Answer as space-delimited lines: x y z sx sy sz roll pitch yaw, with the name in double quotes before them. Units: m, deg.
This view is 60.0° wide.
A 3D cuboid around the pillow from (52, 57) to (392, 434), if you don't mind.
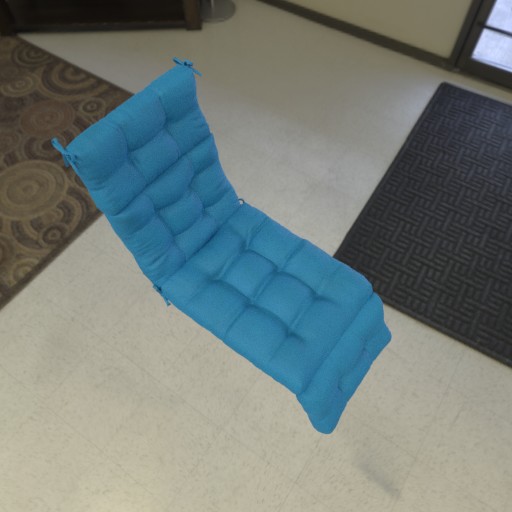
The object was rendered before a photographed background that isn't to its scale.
"pillow" 0.000 0.000 1.480 1.016 0.863 0.526 33 64 19
